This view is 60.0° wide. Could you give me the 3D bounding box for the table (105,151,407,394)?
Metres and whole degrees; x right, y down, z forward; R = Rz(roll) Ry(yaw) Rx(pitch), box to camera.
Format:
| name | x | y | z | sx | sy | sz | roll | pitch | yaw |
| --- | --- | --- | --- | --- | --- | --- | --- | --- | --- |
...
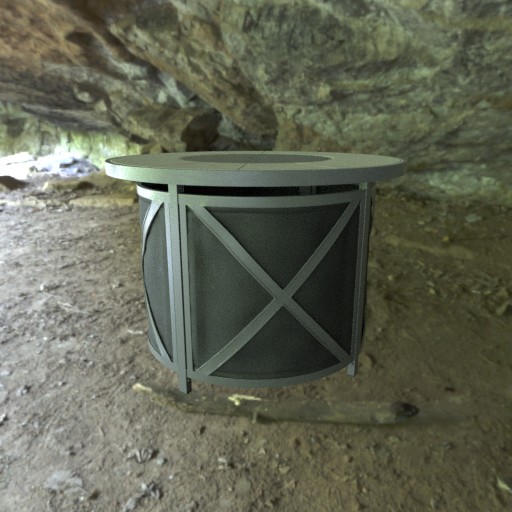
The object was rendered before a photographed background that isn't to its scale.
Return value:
| name | x | y | z | sx | sy | sz | roll | pitch | yaw |
| --- | --- | --- | --- | --- | --- | --- | --- | --- | --- |
| table | 0.000 | 0.000 | 1.498 | 0.914 | 0.650 | 0.914 | 0 | 16 | 0 |
